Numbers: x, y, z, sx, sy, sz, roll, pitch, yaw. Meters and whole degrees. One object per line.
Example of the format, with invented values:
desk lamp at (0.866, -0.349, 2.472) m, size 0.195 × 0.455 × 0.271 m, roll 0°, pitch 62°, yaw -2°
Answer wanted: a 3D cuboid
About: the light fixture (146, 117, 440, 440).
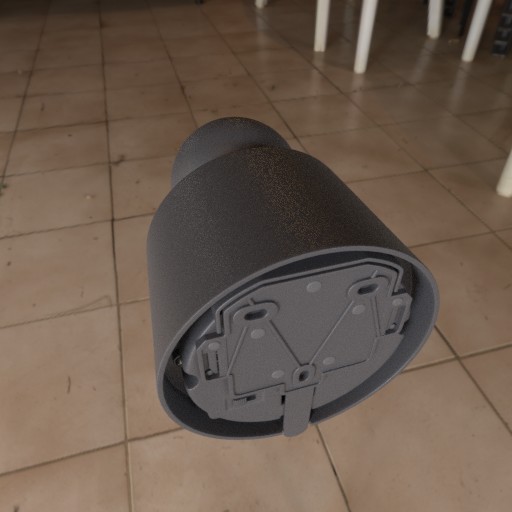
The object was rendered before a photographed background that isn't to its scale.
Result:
light fixture at (0.000, 0.000, 0.262) m, size 0.134 × 0.143 × 0.160 m, roll -11°, pitch 43°, yaw -12°
